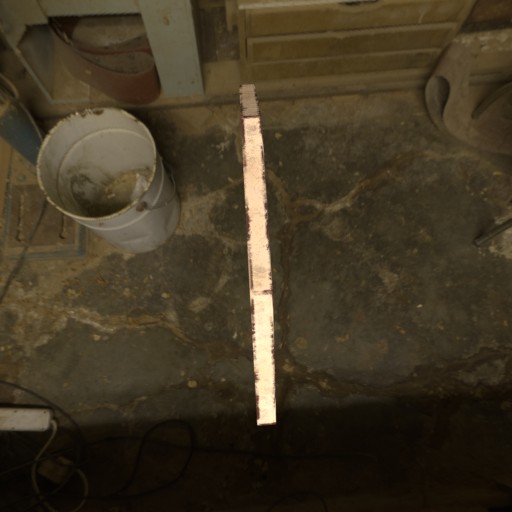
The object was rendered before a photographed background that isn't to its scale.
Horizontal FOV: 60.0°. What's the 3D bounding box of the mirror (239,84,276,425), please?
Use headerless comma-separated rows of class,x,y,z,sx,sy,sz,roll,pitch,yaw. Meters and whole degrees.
mirror,0.000,0.000,0.945,0.031,0.648,0.648,-3,76,-1
